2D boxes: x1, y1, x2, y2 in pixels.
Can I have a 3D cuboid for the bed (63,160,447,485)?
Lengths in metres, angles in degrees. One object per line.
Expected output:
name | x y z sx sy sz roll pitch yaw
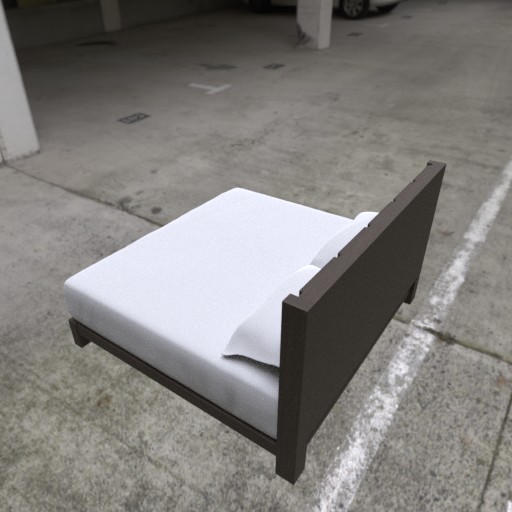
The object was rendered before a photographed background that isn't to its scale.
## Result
bed | 0.000 0.000 3.418 2.012 1.270 2.134 20 37 29
